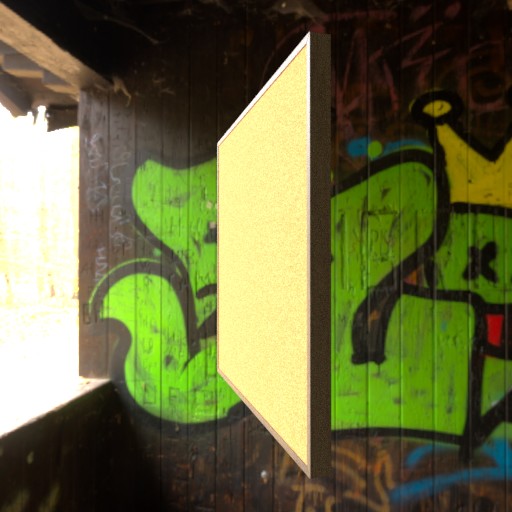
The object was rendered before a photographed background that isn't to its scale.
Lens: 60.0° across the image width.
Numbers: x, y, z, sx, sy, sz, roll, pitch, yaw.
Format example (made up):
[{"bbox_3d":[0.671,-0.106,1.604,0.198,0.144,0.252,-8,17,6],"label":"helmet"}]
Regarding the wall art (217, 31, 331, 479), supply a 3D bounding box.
[{"bbox_3d":[0.000,0.000,1.118,0.039,0.758,0.758,0,-1,-17],"label":"wall art"}]
